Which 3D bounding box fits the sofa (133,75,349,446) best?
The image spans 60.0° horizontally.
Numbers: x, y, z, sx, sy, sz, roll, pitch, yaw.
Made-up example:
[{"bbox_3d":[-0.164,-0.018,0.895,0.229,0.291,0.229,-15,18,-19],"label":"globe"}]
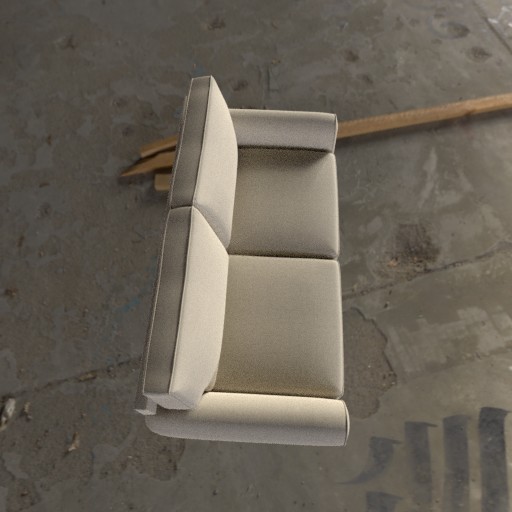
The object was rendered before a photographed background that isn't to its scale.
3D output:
[{"bbox_3d":[0.000,0.000,2.274,0.861,0.933,1.774,3,64,1],"label":"sofa"}]
